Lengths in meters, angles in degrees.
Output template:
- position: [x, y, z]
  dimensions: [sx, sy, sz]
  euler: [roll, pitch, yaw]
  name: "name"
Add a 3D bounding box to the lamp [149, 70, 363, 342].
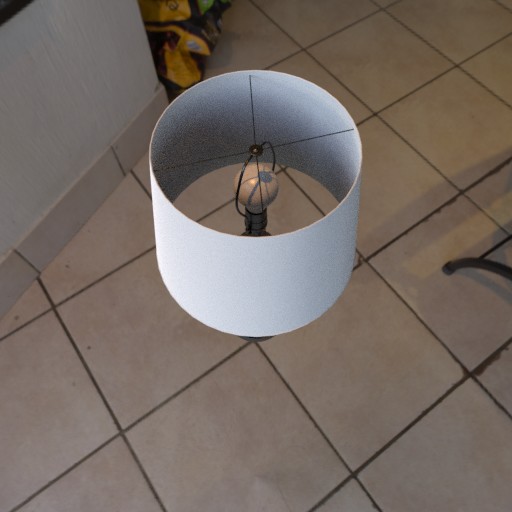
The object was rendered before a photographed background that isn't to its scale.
- position: [0.000, 0.000, 0.792]
  dimensions: [0.331, 0.594, 0.331]
  euler: [0, 64, 0]
  name: "lamp"
